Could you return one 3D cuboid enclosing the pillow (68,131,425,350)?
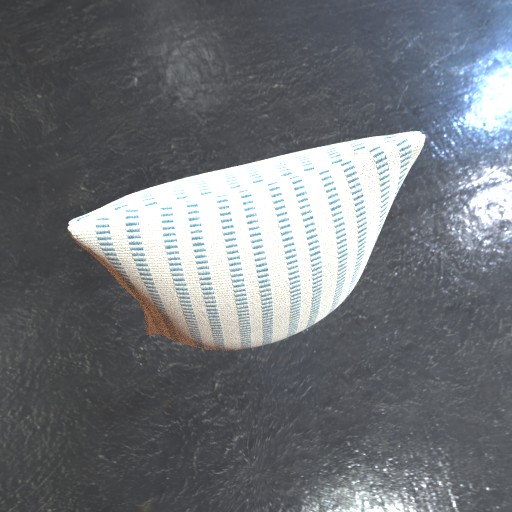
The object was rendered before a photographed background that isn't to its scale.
[{"bbox_3d":[0.000,0.000,0.695,0.438,0.419,0.247,-16,65,-8],"label":"pillow"}]
